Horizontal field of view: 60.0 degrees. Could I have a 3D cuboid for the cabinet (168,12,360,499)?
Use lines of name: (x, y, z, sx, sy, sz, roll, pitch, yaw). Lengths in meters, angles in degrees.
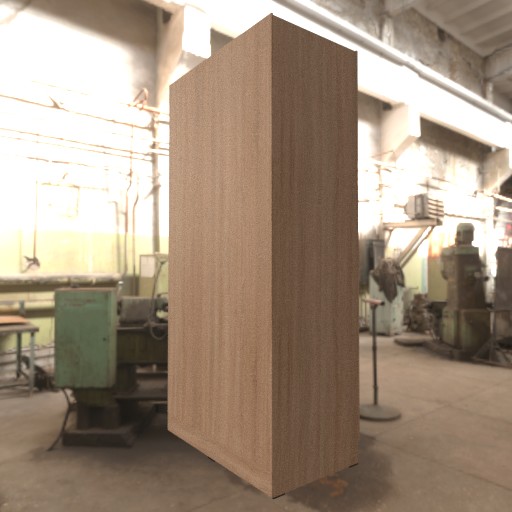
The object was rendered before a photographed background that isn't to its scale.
cabinet: (0.000, 0.000, 2.501, 0.590, 2.121, 1.001, 1, -2, -37)
